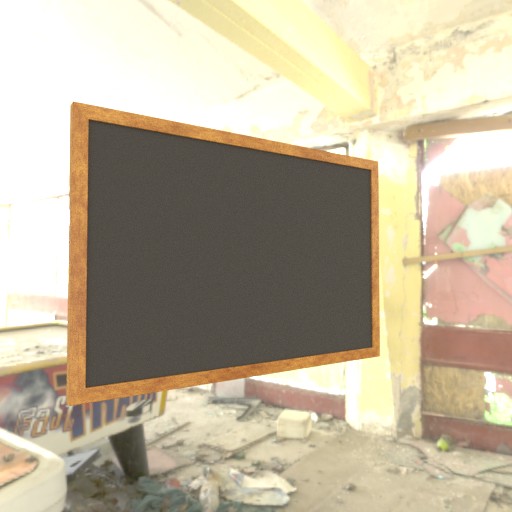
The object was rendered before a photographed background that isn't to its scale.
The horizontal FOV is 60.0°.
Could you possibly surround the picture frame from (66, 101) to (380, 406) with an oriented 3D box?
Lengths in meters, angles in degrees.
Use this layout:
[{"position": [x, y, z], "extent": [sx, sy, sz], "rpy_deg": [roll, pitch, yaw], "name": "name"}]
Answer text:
[{"position": [0.000, 0.000, 1.169], "extent": [0.922, 0.621, 0.029], "rpy_deg": [1, -2, -34], "name": "picture frame"}]
